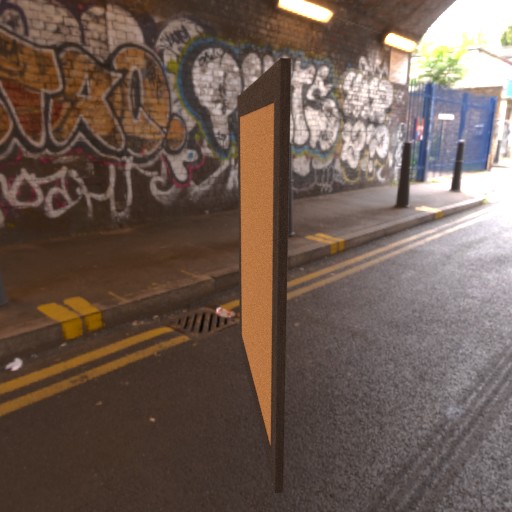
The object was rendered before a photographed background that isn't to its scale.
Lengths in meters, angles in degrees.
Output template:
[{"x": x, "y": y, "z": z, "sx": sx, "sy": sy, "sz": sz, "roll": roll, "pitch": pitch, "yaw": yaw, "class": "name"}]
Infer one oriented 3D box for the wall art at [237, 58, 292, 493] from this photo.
[{"x": 0.000, "y": 0.000, "z": 0.783, "sx": 0.013, "sy": 0.570, "sz": 0.476, "roll": -2, "pitch": 15, "yaw": -8, "class": "wall art"}]
